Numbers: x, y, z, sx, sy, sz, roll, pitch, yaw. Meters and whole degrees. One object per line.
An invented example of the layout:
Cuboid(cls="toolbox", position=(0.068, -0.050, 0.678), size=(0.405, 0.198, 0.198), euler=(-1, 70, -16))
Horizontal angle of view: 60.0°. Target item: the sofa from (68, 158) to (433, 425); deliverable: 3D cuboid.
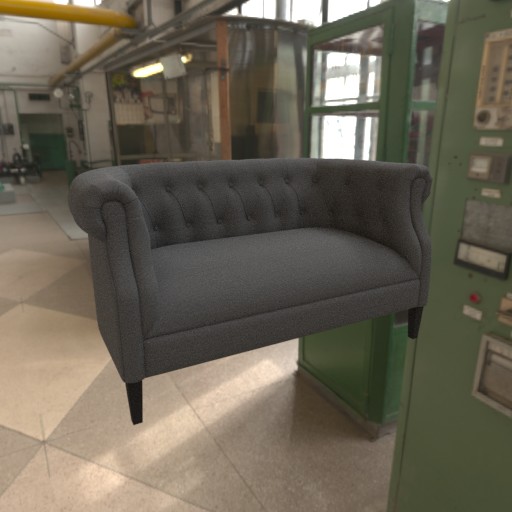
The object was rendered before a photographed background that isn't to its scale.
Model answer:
Cuboid(cls="sofa", position=(0.000, 0.000, 2.043), size=(1.558, 0.827, 0.835), euler=(-9, 18, -27))
